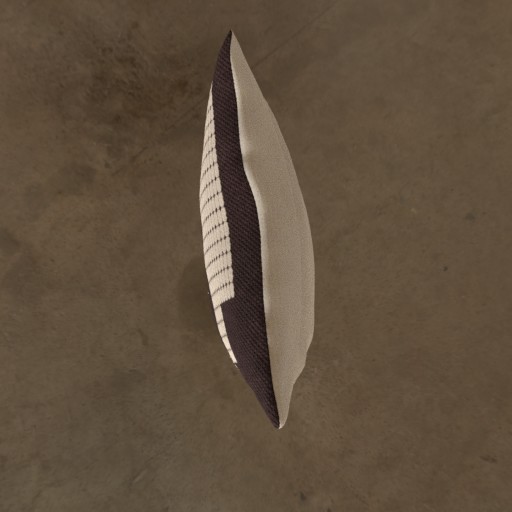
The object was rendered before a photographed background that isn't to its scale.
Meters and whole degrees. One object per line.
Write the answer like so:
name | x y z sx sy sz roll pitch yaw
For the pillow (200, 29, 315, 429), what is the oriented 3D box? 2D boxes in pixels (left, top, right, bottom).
pillow | 0.000 0.000 0.722 0.178 0.473 0.475 -6 78 -1
